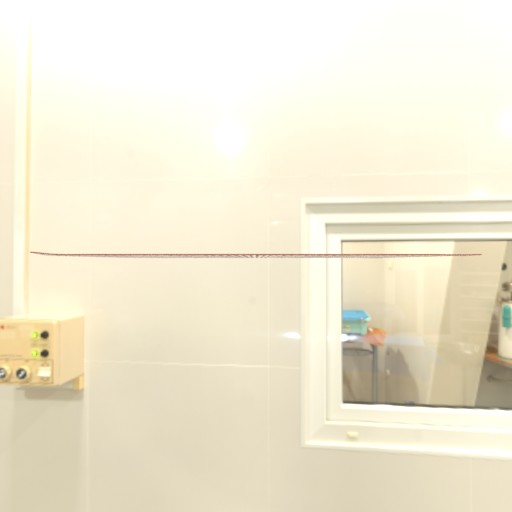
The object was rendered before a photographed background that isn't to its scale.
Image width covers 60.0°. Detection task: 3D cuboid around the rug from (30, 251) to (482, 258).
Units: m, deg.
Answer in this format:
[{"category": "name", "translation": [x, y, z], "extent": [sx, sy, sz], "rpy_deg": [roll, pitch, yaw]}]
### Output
[{"category": "rug", "translation": [0.000, 0.000, 4.249], "extent": [3.086, 0.030, 2.489], "rpy_deg": [0, -1, 0]}]
